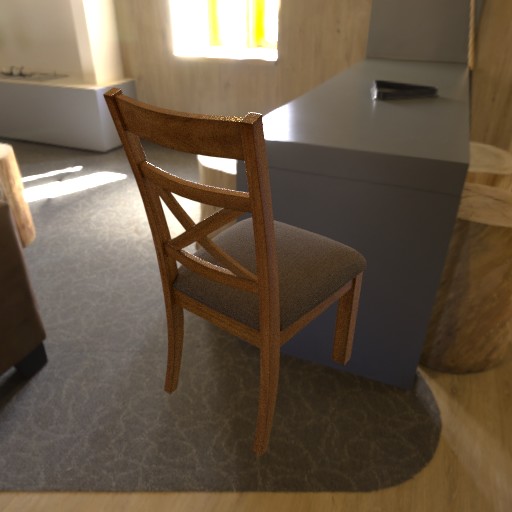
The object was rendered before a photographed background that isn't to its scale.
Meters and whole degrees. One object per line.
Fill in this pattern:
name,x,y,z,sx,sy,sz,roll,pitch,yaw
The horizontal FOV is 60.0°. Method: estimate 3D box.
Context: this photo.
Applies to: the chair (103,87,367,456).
chair,0.000,0.000,1.278,0.470,0.949,0.581,21,37,31
